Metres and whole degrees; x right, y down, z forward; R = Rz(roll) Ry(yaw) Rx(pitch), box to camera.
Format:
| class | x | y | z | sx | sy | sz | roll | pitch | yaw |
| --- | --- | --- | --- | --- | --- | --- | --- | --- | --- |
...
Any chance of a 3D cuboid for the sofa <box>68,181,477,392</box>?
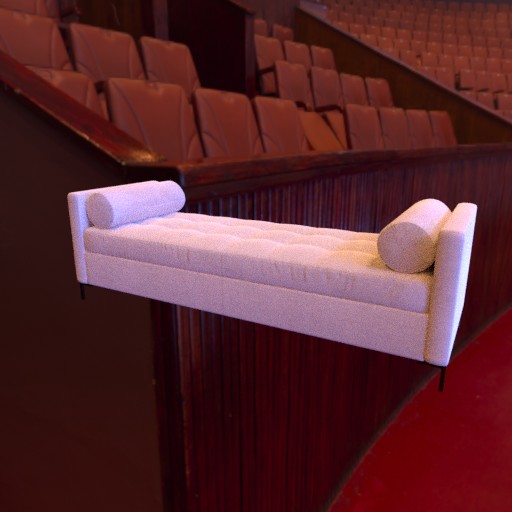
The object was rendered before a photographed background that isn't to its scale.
| class | x | y | z | sx | sy | sz | roll | pitch | yaw |
| --- | --- | --- | --- | --- | --- | --- | --- | --- | --- |
| sofa | 0.000 | 0.000 | 2.316 | 1.981 | 0.635 | 0.686 | 9 | 18 | 28 |
